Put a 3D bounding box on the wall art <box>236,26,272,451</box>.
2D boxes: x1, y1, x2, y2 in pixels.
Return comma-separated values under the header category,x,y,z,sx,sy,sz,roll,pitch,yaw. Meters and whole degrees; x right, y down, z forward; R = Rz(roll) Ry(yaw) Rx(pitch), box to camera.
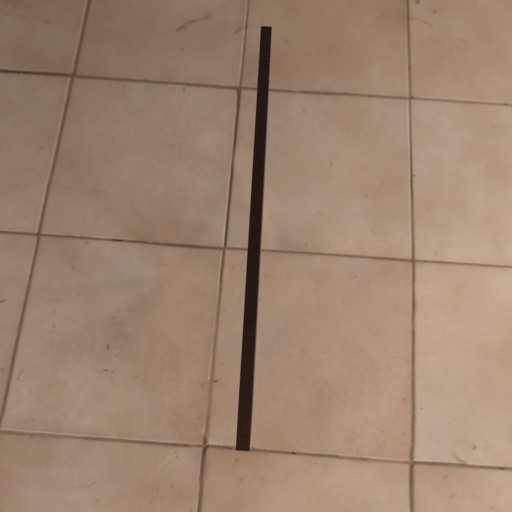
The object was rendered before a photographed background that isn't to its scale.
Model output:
category,x,y,z,sx,sy,sz,roll,pitch,yaw
wall art,0.000,0.000,1.665,0.034,0.952,1.207,3,75,1
